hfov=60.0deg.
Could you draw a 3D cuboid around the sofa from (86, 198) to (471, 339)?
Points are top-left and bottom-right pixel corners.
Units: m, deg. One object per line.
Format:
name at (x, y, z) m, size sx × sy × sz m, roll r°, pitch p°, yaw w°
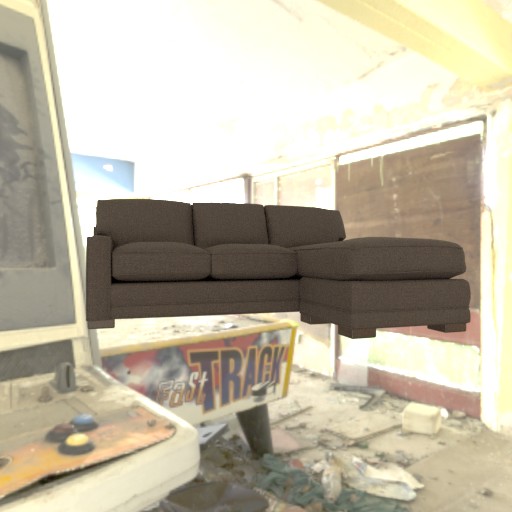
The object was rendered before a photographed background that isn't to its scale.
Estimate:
sofa at (0.000, 0.000, 3.303) m, size 2.370 × 0.973 × 1.790 m, roll 0°, pitch 0°, yaw -18°
